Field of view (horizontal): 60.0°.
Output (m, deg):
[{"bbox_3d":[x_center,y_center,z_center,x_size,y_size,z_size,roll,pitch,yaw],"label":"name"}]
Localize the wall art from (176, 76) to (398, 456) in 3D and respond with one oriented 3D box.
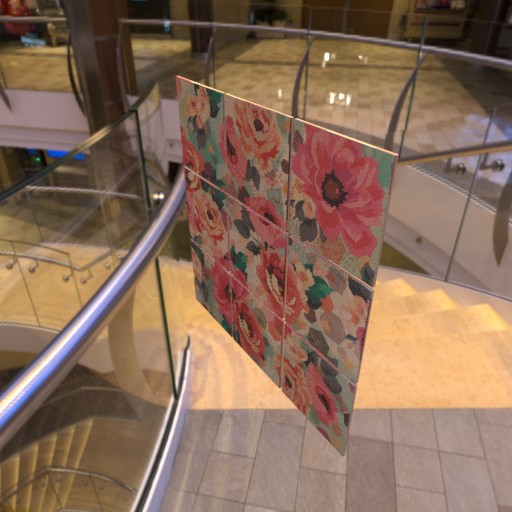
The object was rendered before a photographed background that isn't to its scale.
[{"bbox_3d":[0.000,0.000,1.832,0.013,1.220,1.216,-20,38,-29],"label":"wall art"}]
